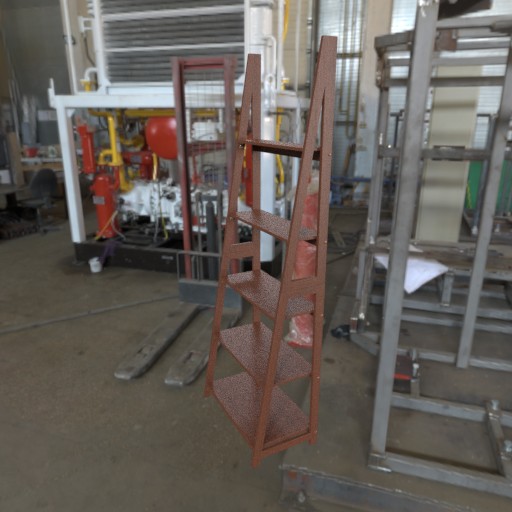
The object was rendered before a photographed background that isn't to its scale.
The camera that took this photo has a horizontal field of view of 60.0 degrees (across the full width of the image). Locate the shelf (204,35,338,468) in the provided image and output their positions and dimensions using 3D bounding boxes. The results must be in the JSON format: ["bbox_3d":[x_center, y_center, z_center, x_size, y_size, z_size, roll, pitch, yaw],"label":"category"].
[{"bbox_3d":[0.000,0.000,2.032,0.350,1.770,0.600,-9,20,-26],"label":"shelf"}]
